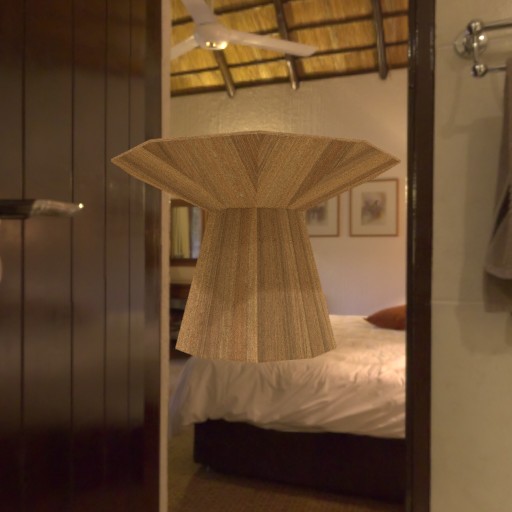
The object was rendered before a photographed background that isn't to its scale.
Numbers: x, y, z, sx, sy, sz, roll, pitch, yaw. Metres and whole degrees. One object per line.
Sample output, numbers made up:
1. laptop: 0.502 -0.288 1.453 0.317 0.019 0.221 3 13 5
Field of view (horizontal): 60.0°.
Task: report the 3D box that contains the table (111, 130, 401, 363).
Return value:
1. table: 0.000 0.000 1.910 1.186 0.752 1.186 0 0 0
